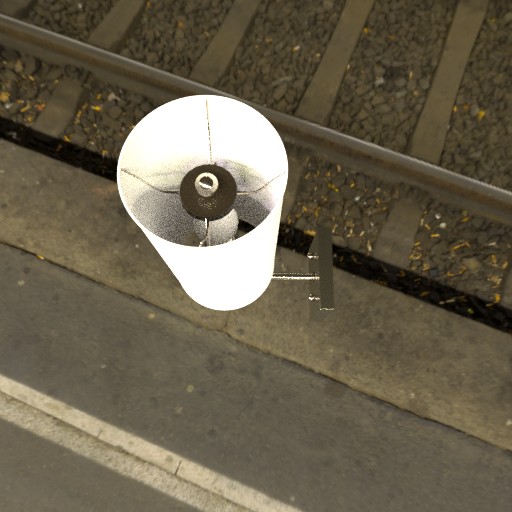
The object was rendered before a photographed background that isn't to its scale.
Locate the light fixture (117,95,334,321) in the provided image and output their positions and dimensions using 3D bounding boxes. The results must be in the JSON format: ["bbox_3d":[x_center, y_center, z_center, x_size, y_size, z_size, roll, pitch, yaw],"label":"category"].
[{"bbox_3d":[0.000,0.000,0.554,0.208,0.462,0.128,1,74,0],"label":"light fixture"}]
